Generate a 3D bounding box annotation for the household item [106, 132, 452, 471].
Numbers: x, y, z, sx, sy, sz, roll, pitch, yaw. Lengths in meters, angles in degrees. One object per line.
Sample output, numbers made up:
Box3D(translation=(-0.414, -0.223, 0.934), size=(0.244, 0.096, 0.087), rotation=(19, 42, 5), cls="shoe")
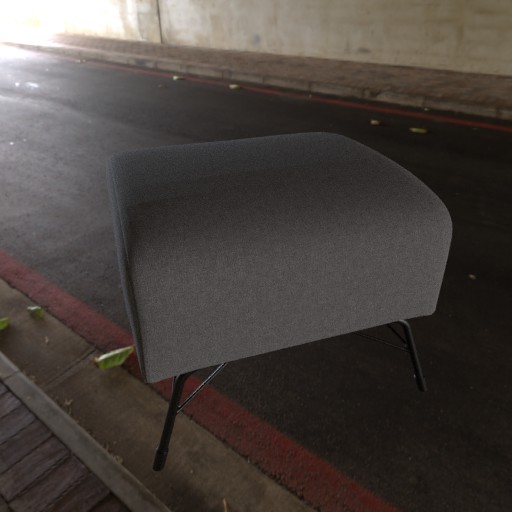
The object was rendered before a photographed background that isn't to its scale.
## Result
Box3D(translation=(0.000, 0.000, 0.896), size=(0.530, 0.410, 0.530), rotation=(-10, 32, -16), cls="household item")
